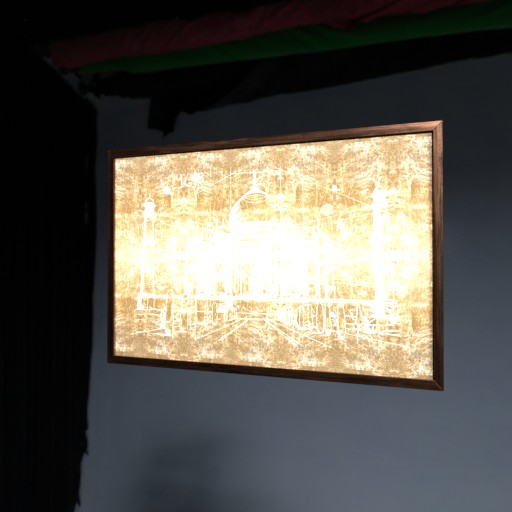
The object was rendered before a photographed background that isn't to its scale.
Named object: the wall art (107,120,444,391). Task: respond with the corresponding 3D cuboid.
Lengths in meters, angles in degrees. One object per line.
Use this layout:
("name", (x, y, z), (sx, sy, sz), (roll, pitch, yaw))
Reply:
("wall art", (0.000, 0.000, 1.046), (0.816, 0.559, 0.014), (0, -1, 18))
